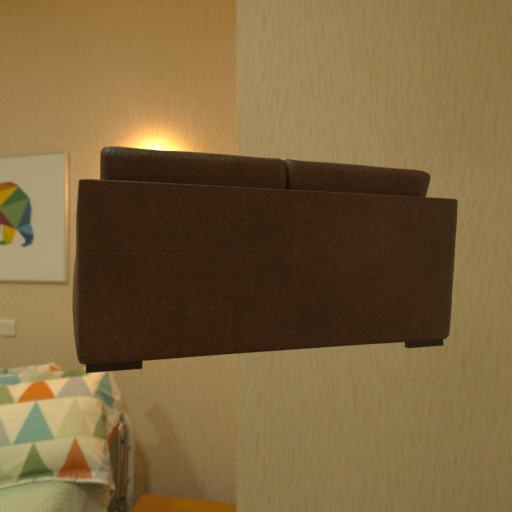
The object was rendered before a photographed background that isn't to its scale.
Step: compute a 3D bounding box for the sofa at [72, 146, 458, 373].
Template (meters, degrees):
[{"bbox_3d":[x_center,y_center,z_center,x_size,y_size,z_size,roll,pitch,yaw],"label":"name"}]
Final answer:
[{"bbox_3d":[0.000,0.000,2.492,1.880,0.939,1.143,0,0,-19],"label":"sofa"}]
